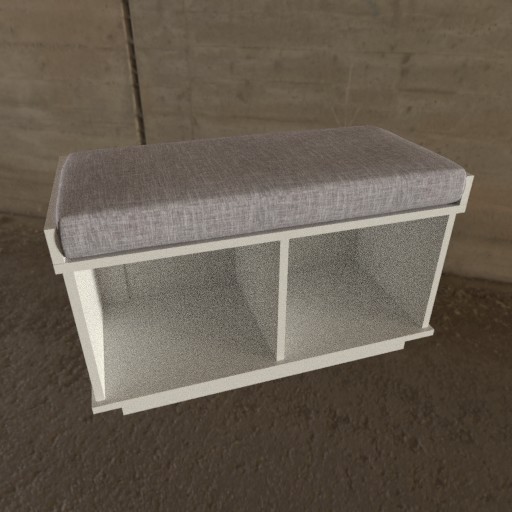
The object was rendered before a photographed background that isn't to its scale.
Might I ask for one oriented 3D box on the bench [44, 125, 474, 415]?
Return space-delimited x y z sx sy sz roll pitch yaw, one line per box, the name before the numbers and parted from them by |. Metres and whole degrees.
bench | 0.000 0.000 0.961 0.734 0.461 0.362 -9 32 -15
